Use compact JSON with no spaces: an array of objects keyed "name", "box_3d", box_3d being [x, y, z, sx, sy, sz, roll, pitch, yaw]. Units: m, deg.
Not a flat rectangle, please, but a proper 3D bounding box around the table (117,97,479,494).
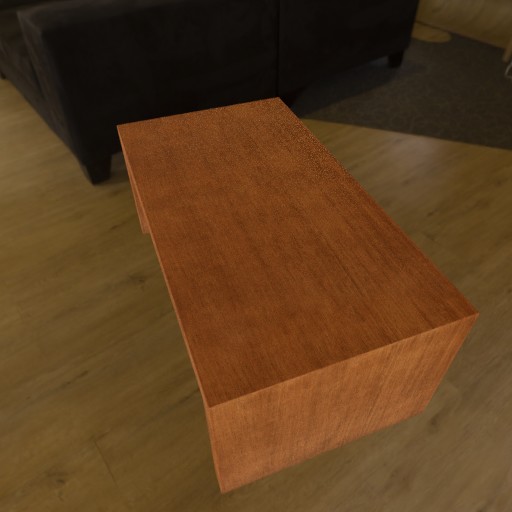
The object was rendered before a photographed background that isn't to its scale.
[{"name":"table","box_3d":[0.000,0.000,1.269,0.549,0.419,1.000,-15,47,-15]}]
